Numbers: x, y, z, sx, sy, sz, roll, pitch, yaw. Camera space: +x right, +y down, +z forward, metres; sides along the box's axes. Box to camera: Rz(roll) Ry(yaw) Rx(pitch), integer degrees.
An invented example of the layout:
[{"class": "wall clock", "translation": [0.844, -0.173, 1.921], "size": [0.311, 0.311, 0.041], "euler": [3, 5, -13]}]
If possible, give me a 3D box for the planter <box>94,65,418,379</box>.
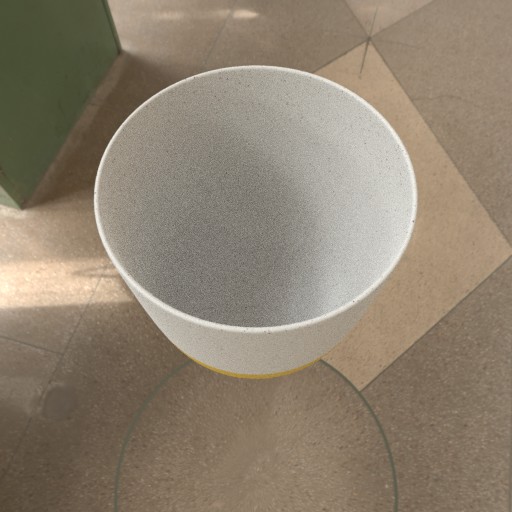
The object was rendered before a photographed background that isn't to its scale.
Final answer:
[{"class": "planter", "translation": [0.000, 0.000, 0.364], "size": [0.195, 0.214, 0.195], "euler": [0, 63, 0]}]
